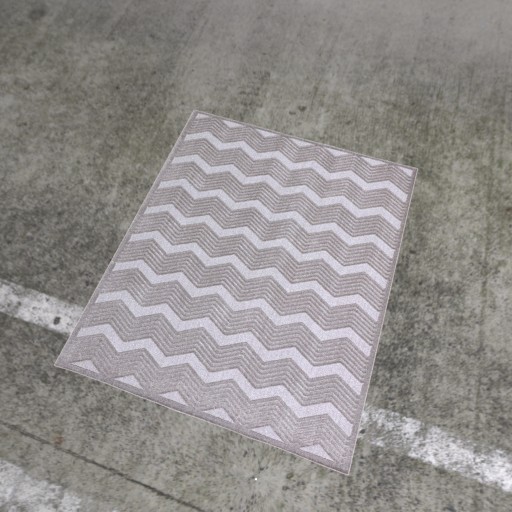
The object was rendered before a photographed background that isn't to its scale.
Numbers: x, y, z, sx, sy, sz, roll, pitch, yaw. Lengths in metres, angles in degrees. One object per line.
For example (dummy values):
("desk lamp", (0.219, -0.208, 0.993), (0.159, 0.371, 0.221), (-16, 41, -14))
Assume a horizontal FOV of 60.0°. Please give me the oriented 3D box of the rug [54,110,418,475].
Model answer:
("rug", (0.000, 0.000, 3.944), (2.391, 0.005, 2.880), (17, 65, 8))
